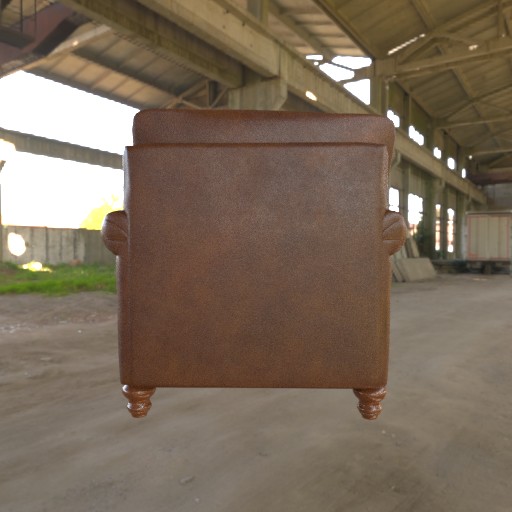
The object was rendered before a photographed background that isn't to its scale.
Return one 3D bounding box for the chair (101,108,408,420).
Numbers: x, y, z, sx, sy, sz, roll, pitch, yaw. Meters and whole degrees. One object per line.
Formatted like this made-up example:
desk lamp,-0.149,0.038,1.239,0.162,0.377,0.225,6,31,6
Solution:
chair,0.000,0.000,1.780,0.989,0.972,0.992,0,1,1
